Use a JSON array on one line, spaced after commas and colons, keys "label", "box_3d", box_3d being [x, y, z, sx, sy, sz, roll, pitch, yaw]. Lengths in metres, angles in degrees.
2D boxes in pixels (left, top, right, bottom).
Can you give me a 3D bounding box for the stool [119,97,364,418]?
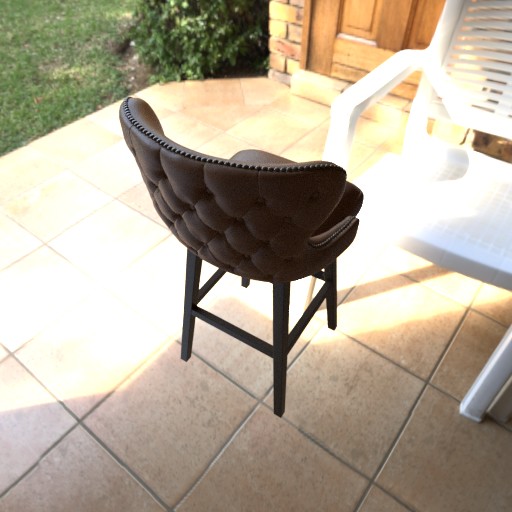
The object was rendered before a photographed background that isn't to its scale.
[{"label": "stool", "box_3d": [0.000, 0.000, 1.438, 0.591, 1.087, 0.606, 24, 50, 22]}]
